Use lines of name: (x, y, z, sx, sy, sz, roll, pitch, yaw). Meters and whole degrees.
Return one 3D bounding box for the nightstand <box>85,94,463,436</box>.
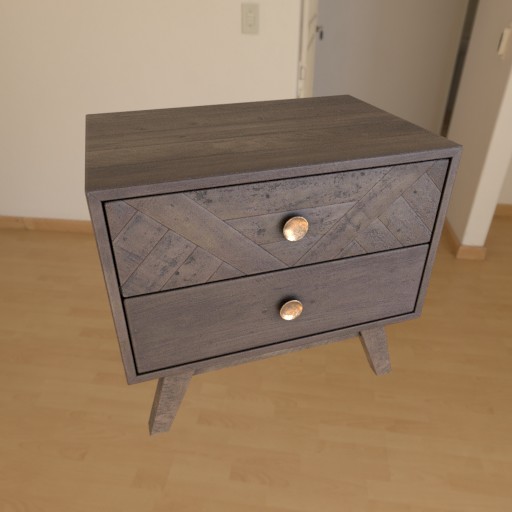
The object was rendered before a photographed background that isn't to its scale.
nightstand: (0.000, 0.000, 1.046, 0.650, 0.599, 0.450, -10, 33, -15)
